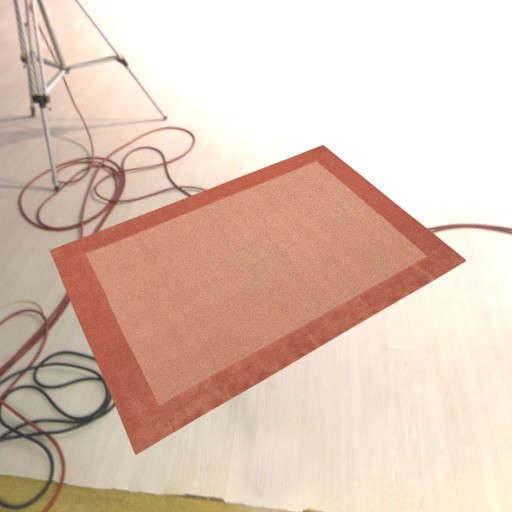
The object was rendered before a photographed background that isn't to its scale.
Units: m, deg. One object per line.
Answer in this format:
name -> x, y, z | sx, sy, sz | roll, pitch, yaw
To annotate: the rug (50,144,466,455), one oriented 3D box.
rug -> 0.000, 0.000, 2.331 | 1.829, 0.014, 1.219 | -25, 53, -20
